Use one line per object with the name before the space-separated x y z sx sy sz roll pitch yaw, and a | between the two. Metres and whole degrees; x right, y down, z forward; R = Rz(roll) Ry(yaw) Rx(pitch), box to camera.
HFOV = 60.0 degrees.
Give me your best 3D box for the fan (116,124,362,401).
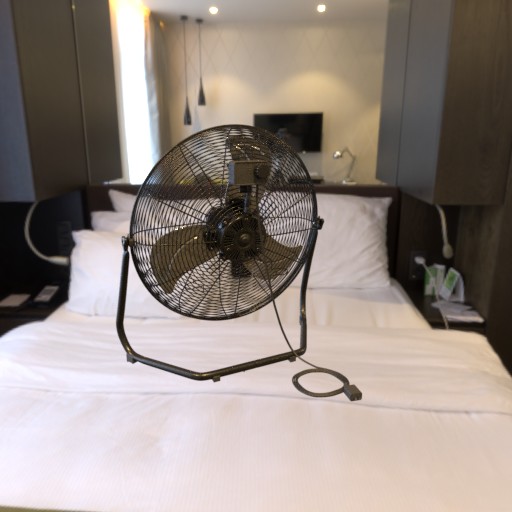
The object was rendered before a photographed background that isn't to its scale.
fan | 0.000 0.000 1.051 0.595 0.605 0.470 -8 17 -26
